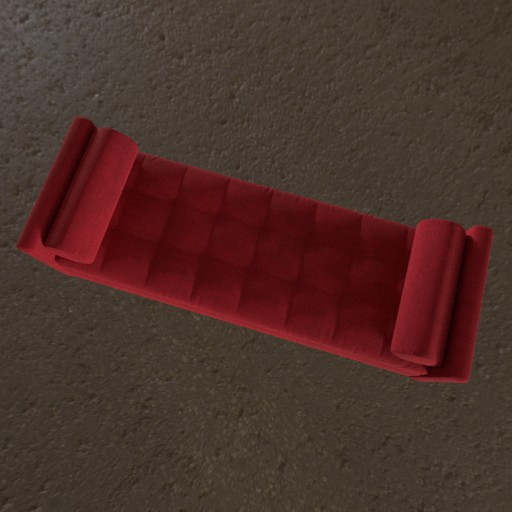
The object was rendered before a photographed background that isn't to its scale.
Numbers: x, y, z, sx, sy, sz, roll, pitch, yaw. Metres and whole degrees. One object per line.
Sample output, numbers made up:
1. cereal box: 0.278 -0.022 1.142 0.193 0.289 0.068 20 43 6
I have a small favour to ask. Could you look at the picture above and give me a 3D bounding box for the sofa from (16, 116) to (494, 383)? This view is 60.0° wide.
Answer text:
1. sofa: 0.000 0.000 2.214 1.981 0.635 0.686 16 75 4
